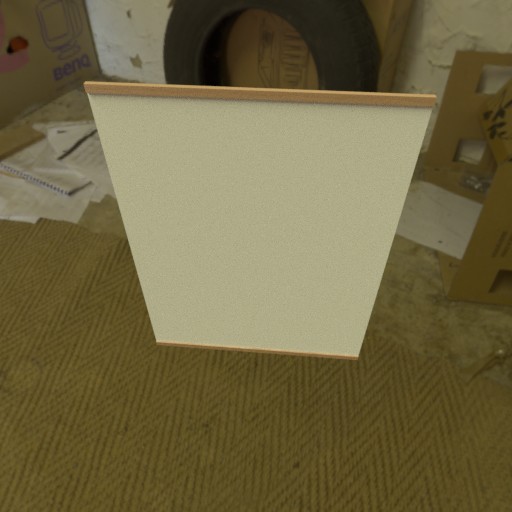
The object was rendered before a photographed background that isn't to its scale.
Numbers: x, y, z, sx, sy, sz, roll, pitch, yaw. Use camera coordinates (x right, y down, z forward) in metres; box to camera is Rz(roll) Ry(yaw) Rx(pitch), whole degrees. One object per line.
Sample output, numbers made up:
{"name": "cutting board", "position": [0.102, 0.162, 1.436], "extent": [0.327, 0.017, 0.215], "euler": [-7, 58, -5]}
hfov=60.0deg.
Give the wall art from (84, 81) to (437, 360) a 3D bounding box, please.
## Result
{"name": "wall art", "position": [0.000, 0.000, 1.314], "extent": [0.758, 1.016, 0.013], "euler": [4, 45, 4]}
